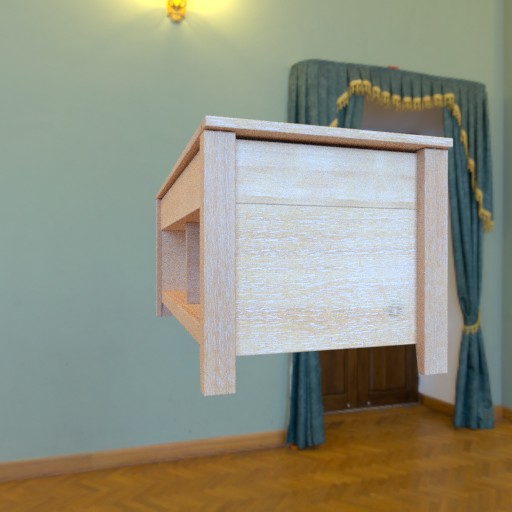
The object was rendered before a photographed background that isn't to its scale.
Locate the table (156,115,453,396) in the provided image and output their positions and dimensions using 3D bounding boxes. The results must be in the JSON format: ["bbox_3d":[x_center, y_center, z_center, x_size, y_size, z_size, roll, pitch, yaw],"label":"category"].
[{"bbox_3d":[0.000,0.000,1.270,0.483,0.457,1.016,0,0,-17],"label":"table"}]
